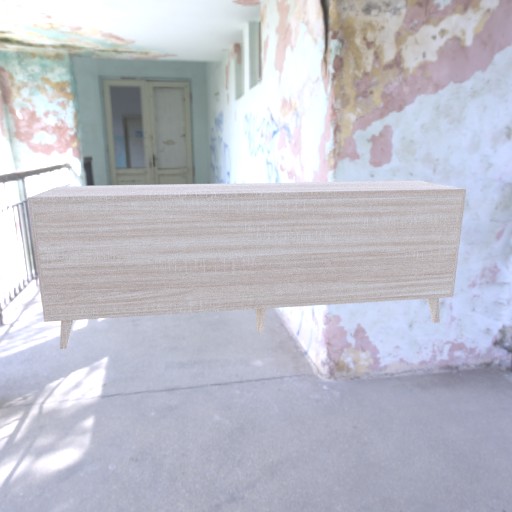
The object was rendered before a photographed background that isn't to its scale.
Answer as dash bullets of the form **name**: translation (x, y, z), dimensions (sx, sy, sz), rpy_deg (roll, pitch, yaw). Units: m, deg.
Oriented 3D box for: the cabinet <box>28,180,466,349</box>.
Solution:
- **cabinet**: translation (0.000, 0.000, 2.540), dimensions (2.200, 0.780, 0.500), rpy_deg (-2, 15, -9)
